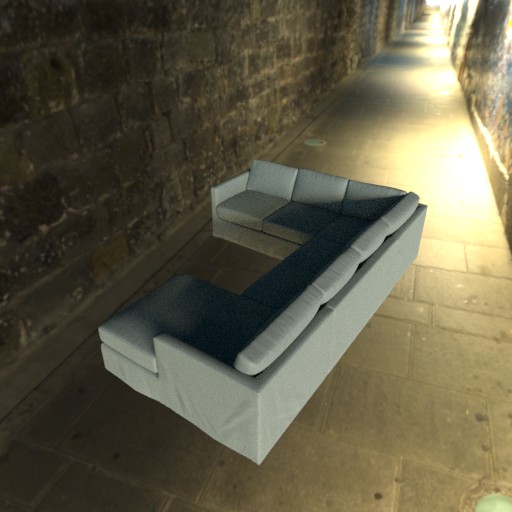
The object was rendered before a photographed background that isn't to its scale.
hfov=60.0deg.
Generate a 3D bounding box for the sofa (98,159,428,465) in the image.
[{"bbox_3d":[0.000,0.000,4.582,2.427,0.882,3.460,19,35,30],"label":"sofa"}]
